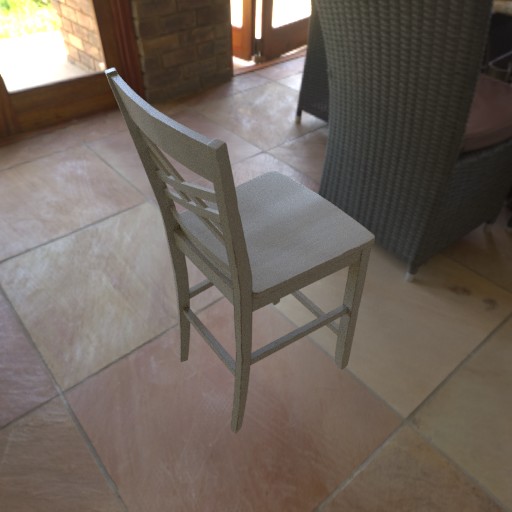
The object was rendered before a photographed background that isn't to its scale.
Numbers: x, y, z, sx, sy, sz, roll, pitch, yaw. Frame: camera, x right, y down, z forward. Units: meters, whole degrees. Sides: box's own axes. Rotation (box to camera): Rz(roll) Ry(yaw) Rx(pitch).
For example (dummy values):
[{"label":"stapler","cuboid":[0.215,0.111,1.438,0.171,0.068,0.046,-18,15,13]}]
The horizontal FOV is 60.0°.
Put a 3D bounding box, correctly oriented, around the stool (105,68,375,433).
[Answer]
[{"label":"stool","cuboid":[0.000,0.000,1.336,0.539,1.079,0.462,-27,48,-27]}]
